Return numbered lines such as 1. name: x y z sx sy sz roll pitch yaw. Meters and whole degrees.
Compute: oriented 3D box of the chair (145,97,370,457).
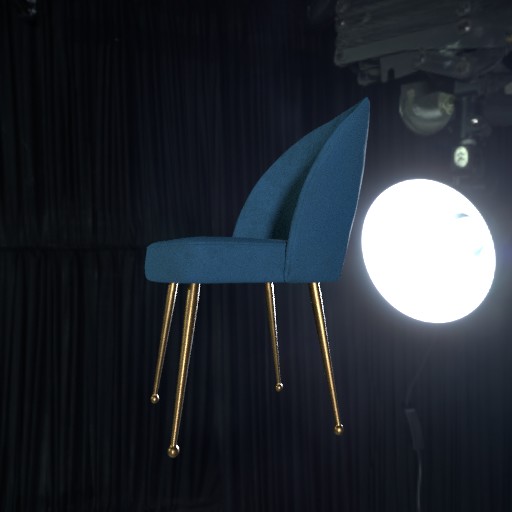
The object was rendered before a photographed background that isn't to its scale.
1. chair: 0.000 0.000 1.207 0.577 0.860 0.527 0 -1 -18
